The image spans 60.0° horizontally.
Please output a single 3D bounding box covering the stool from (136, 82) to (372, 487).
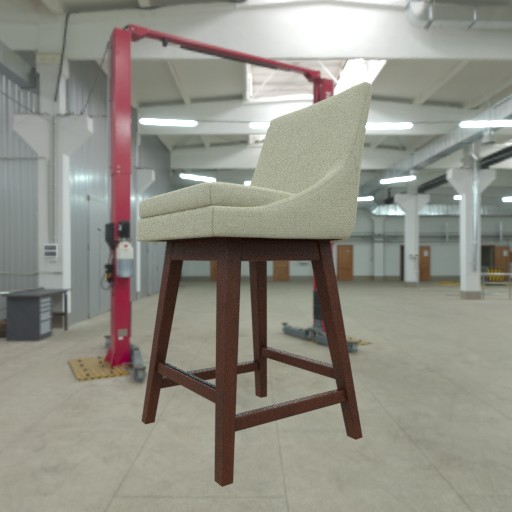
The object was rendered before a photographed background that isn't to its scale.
[{"bbox_3d":[0.000,0.000,1.290,0.559,0.991,0.469,0,0,-36],"label":"stool"}]
